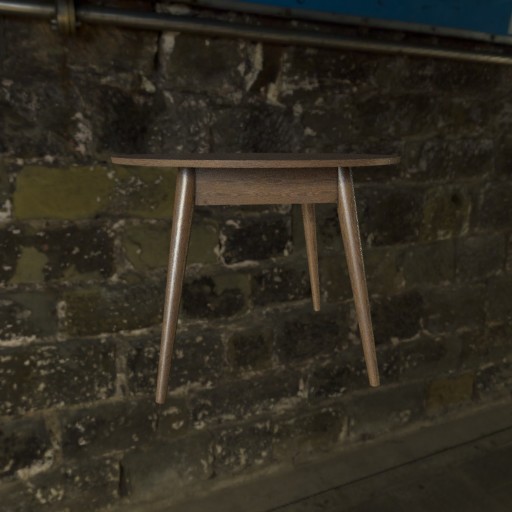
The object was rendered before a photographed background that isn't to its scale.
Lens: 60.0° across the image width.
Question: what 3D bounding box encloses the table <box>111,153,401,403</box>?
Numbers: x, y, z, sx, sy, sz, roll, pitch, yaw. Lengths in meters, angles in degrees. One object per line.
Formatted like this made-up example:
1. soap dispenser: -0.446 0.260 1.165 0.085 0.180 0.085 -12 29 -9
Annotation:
1. table: 0.000 0.000 1.779 1.053 0.786 1.053 0 14 0
